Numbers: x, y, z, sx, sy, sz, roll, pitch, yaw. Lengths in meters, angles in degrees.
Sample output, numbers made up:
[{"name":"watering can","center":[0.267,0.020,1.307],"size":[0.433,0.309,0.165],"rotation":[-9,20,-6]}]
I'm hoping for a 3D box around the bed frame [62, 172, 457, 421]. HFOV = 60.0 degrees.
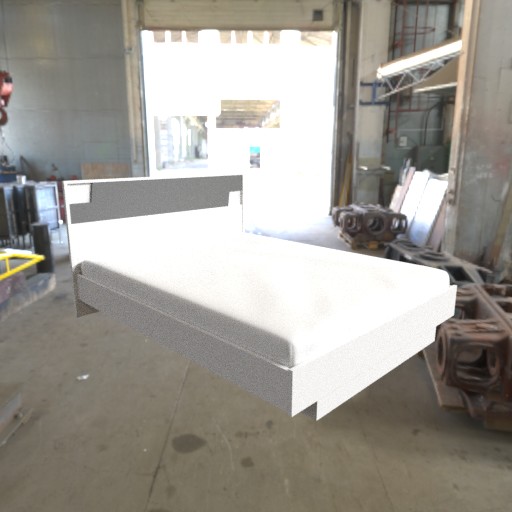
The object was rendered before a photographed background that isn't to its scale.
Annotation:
[{"name":"bed frame","center":[0.000,0.000,3.049],"size":[1.711,1.001,2.100],"rotation":[-13,19,-43]}]
